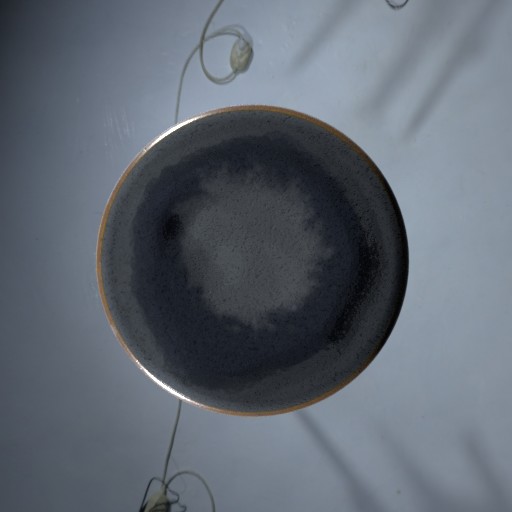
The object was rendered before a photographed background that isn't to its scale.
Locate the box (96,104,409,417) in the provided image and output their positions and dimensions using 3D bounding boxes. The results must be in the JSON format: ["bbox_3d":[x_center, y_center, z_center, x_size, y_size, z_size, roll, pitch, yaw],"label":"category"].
[{"bbox_3d":[0.000,0.000,0.246,0.118,0.168,0.118,0,92,1],"label":"box"}]
